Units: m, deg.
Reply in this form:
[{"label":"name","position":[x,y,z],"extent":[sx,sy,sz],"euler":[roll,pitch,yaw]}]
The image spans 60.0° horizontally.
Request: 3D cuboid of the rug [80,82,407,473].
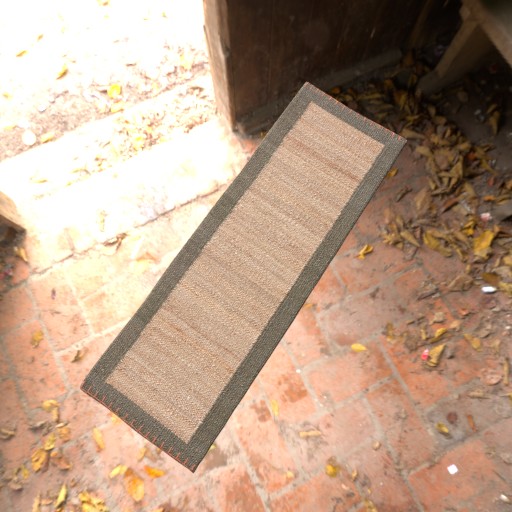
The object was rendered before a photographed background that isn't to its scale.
[{"label":"rug","position":[0.000,0.000,2.712],"extent":[0.810,0.016,2.413],"euler":[33,78,8]}]
